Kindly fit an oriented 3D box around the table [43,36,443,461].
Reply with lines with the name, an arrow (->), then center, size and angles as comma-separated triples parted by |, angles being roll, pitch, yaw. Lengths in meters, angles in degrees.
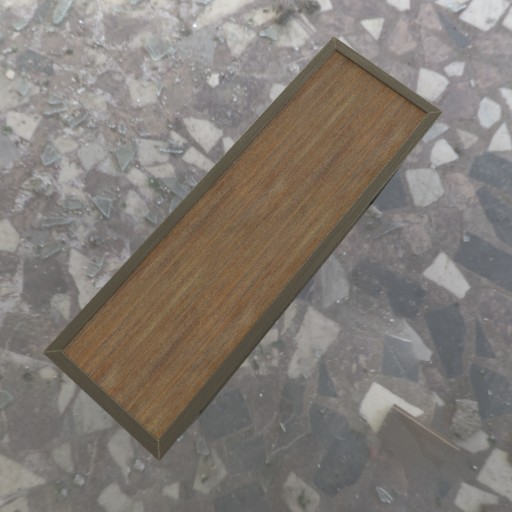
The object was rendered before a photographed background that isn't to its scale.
table -> 0.000, 0.000, 1.569 | 0.402, 0.753, 1.216 | 39, 80, 8
